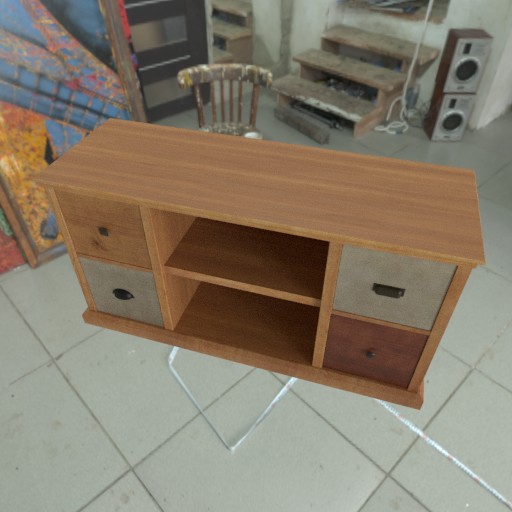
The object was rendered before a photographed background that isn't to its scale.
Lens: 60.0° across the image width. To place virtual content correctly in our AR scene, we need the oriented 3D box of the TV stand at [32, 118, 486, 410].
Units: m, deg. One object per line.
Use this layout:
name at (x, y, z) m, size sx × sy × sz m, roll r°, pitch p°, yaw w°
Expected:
TV stand at (0.000, 0.000, 1.440) m, size 1.181 × 0.607 × 0.417 m, roll 11°, pitch 43°, yaw 13°
